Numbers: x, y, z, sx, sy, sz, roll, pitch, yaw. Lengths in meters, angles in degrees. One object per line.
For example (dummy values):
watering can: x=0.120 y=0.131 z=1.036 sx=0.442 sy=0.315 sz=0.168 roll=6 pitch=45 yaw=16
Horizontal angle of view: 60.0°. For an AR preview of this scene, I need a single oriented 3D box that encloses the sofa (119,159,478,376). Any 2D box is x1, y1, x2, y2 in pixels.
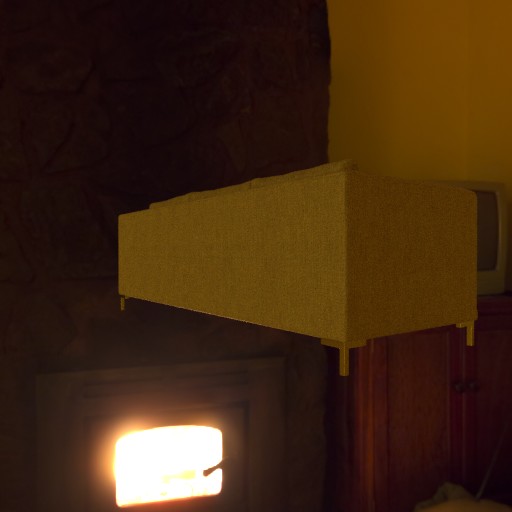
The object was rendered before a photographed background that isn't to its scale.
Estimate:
sofa: x=0.000 y=0.000 z=2.865 sx=0.969 sy=0.867 sz=2.415 roll=0 pitch=0 yaw=-36
